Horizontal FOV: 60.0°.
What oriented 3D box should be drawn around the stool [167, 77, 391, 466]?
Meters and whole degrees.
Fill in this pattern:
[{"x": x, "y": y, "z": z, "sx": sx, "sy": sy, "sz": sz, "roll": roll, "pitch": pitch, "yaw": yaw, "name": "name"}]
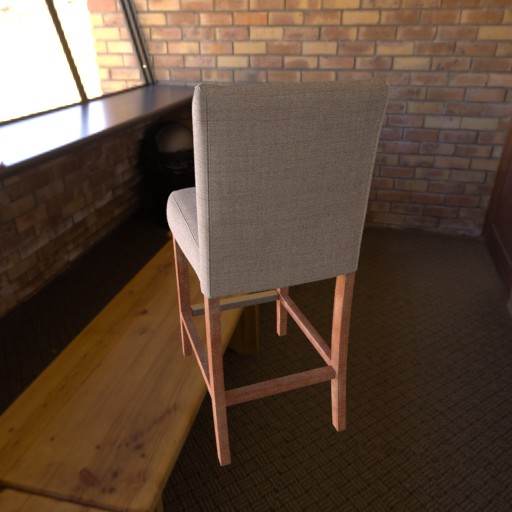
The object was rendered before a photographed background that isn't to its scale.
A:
[{"x": 0.000, "y": 0.000, "z": 1.344, "sx": 0.454, "sy": 1.039, "sz": 0.567, "roll": -9, "pitch": 28, "yaw": -17, "name": "stool"}]
